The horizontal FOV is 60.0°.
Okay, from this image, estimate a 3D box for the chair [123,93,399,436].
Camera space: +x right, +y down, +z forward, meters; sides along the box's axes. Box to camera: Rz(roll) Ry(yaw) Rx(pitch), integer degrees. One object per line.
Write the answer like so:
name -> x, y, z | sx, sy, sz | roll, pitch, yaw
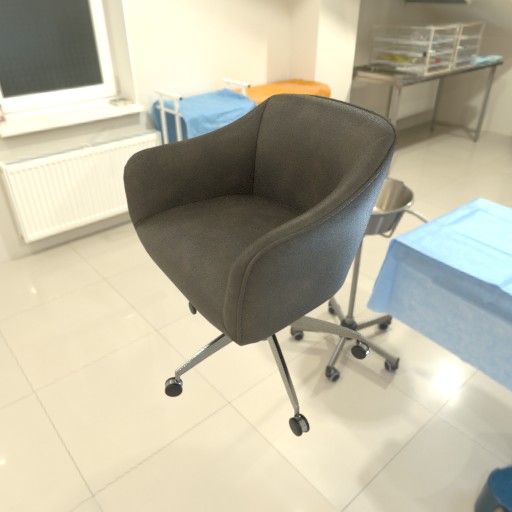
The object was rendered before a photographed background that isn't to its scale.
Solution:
chair -> 0.000, 0.000, 1.348 | 0.689, 0.827, 0.713 | -20, 37, -28
